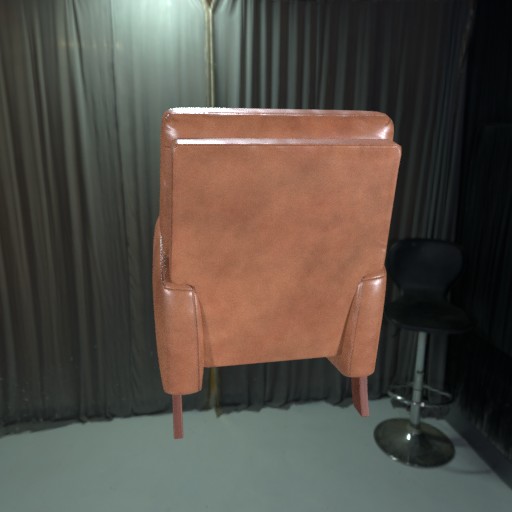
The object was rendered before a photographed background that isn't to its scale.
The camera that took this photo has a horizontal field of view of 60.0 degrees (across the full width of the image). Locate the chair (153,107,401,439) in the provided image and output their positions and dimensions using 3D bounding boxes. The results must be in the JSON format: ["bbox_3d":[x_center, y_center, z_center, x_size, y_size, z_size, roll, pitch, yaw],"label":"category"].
[{"bbox_3d":[0.000,0.000,1.666,0.762,0.990,0.990,-3,13,-11],"label":"chair"}]
